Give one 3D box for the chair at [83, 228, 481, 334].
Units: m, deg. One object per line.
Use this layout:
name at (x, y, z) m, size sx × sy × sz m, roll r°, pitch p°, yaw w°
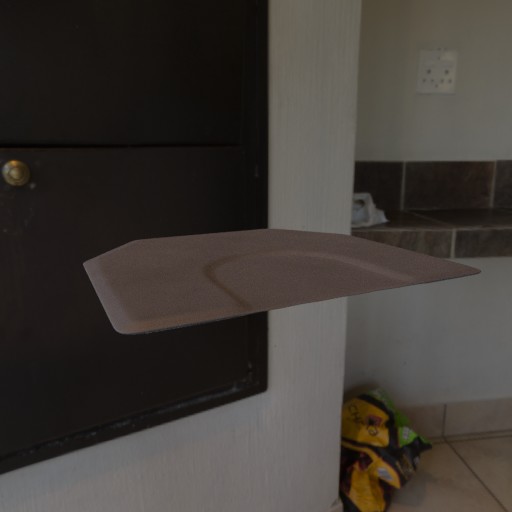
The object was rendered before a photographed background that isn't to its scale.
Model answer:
chair at (0.000, 0.000, 1.923) m, size 1.372 × 0.024 × 1.219 m, roll -7°, pitch 15°, yaw -26°
